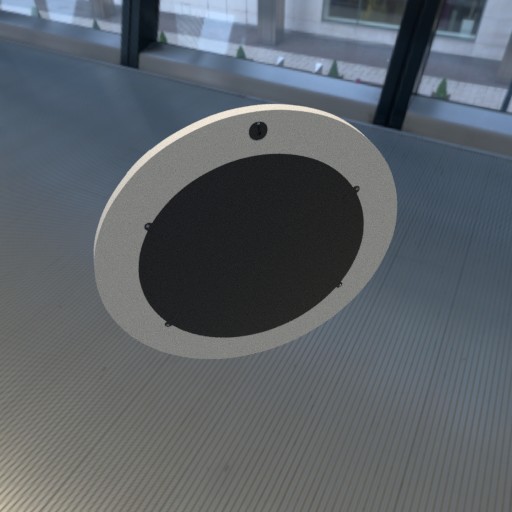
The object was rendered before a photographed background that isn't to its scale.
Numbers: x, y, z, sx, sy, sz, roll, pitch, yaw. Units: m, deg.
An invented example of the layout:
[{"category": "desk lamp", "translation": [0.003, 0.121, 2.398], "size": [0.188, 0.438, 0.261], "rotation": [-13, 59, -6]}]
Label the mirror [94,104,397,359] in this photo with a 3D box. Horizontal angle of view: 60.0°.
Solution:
[{"category": "mirror", "translation": [0.000, 0.000, 1.330], "size": [0.914, 0.914, 0.038], "rotation": [-12, 43, -13]}]
